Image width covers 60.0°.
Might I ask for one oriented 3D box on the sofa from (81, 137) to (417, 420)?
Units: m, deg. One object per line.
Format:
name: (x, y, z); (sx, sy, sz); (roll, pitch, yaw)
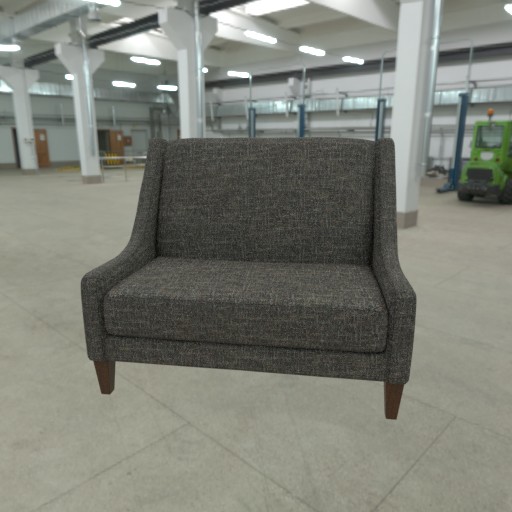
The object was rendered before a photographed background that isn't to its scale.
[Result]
sofa: (0.000, 0.000, 1.960); (1.242, 1.021, 0.870); (2, 15, 8)
